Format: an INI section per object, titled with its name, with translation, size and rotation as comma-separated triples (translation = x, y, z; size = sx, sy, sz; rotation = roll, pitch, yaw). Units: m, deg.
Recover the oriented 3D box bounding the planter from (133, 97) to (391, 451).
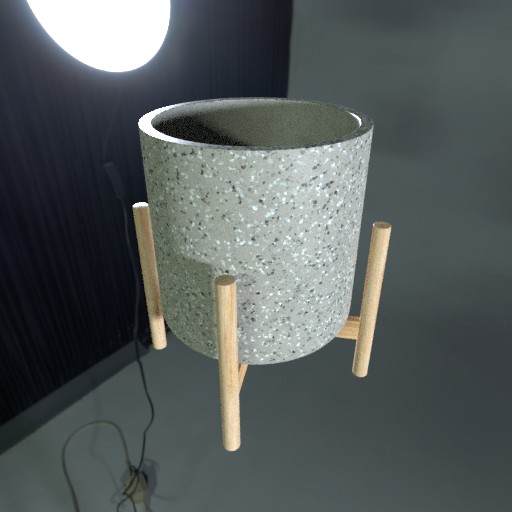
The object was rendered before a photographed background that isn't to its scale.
[planter]
translation = 0.000, 0.000, 0.689
size = 0.360, 0.419, 0.360
rotation = 18, 34, 29
